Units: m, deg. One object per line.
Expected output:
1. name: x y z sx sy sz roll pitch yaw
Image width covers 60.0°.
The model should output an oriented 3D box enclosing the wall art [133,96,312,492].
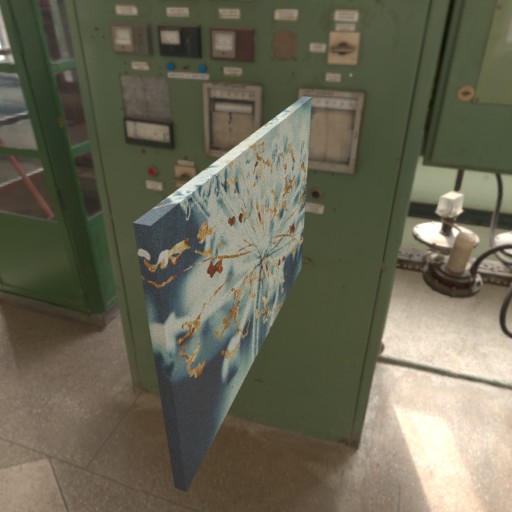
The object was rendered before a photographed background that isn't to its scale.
1. wall art: 0.000 0.000 1.403 0.035 0.759 1.138 10 32 17
